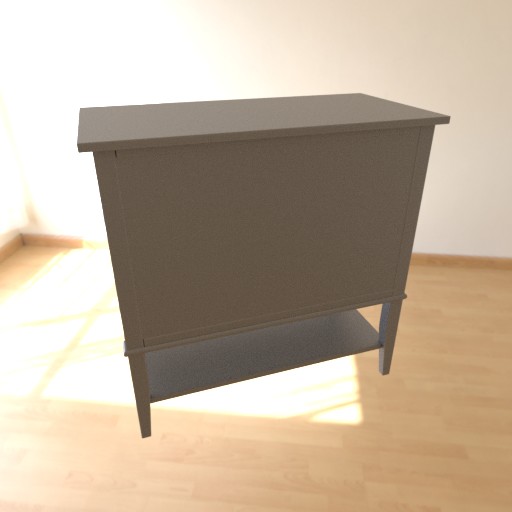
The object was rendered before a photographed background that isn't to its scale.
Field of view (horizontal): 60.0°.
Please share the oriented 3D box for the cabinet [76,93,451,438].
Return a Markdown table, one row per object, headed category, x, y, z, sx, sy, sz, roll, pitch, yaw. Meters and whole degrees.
| category | x | y | z | sx | sy | sz | roll | pitch | yaw |
| --- | --- | --- | --- | --- | --- | --- | --- | --- | --- |
| cabinet | 0.000 | 0.000 | 1.240 | 0.801 | 0.780 | 0.396 | -9 | 29 | -17 |
